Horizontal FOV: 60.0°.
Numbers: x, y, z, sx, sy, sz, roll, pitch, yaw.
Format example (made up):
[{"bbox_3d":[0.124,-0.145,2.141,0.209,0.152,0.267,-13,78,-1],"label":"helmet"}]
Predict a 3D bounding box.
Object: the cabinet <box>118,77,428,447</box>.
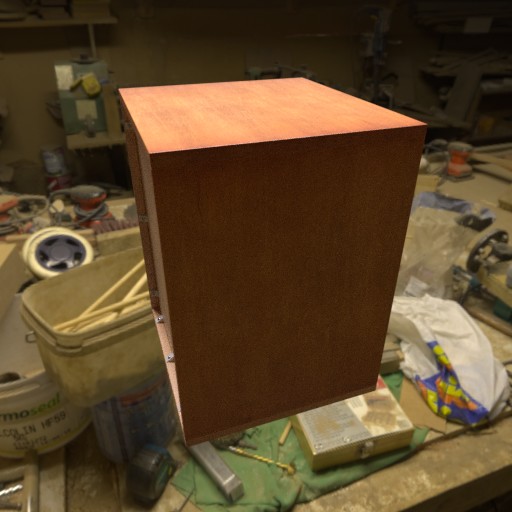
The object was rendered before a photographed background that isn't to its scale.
[{"bbox_3d":[0.000,0.000,0.870,0.401,0.579,0.409,-10,32,-17],"label":"cabinet"}]
